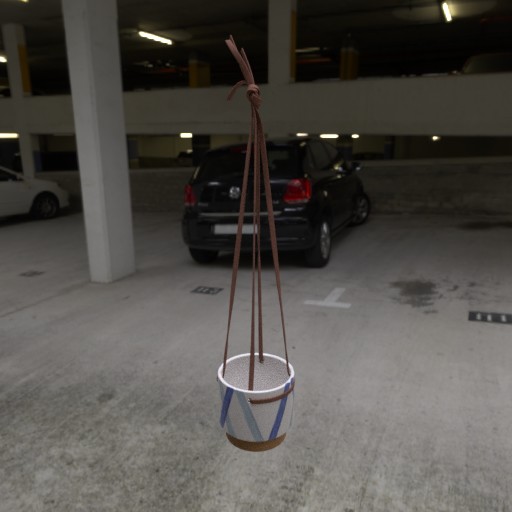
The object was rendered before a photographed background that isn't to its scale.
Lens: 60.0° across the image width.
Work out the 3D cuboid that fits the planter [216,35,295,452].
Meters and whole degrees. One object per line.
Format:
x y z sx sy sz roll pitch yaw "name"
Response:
0.000 0.000 0.817 0.157 0.753 0.153 7 17 25 "planter"
